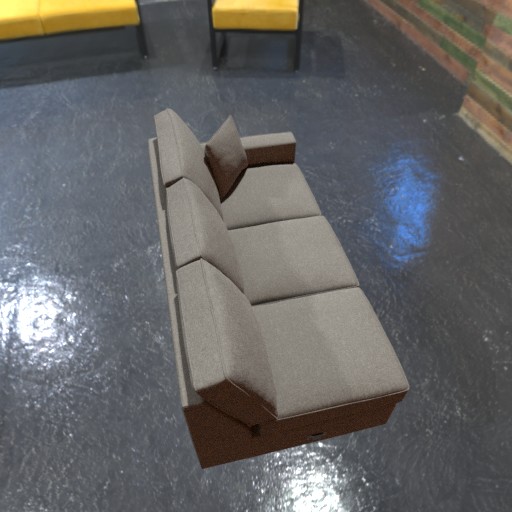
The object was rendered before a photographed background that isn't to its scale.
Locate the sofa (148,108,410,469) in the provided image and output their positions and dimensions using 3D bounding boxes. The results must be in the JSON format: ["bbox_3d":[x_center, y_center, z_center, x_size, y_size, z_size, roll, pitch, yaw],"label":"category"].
[{"bbox_3d":[0.000,0.000,2.580,1.034,0.946,1.963,-10,48,-9],"label":"sofa"}]
